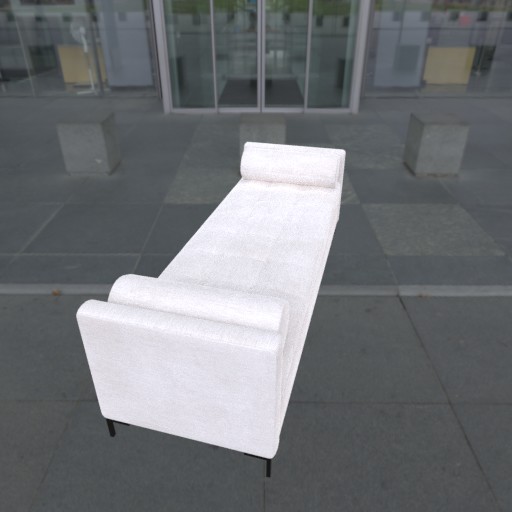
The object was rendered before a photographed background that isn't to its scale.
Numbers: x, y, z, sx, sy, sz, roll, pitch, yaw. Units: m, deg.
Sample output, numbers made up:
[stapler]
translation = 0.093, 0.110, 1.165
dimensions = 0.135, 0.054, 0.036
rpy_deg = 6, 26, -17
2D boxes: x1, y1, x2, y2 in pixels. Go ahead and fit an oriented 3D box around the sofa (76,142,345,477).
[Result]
[sofa]
translation = 0.000, 0.000, 2.331
dimensions = 0.686, 0.635, 1.981
rpy_deg = 8, 32, 13
